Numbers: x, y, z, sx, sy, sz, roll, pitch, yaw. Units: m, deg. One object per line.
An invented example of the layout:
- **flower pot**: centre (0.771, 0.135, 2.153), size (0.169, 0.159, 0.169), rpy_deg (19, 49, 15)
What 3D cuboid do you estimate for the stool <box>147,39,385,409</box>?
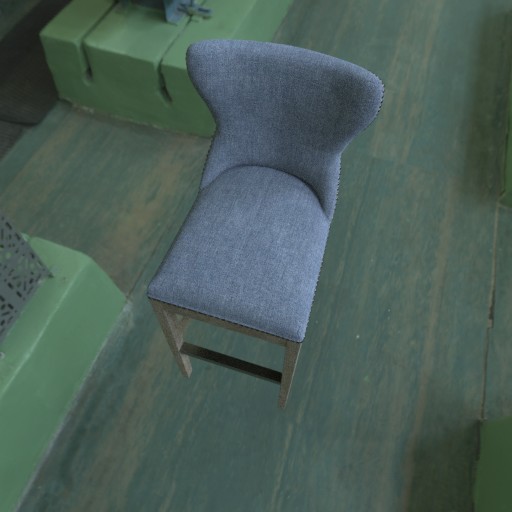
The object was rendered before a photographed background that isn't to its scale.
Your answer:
- **stool**: centre (0.000, 0.000, 1.411), size (0.494, 1.123, 0.606), rpy_deg (15, 60, 9)
